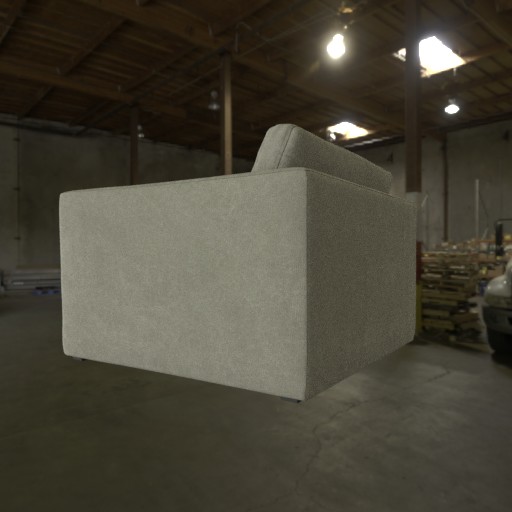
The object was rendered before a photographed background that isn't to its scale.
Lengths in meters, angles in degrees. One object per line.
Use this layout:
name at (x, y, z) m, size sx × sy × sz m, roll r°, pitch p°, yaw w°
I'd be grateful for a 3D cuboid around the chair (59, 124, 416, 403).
chair at (0.000, 0.000, 1.906) m, size 1.091 × 0.845 × 1.190 m, roll 0°, pitch 1°, yaw 35°
